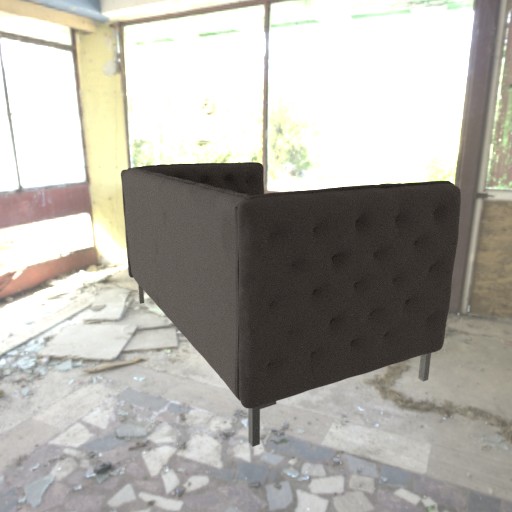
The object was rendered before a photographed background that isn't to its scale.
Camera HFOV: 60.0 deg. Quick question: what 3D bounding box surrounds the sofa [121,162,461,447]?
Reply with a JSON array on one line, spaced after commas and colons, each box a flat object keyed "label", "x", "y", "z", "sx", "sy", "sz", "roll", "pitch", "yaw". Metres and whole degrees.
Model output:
[{"label": "sofa", "x": 0.000, "y": 0.000, "z": 2.131, "sx": 0.909, "sy": 0.810, "sz": 1.583, "roll": -8, "pitch": 17, "yaw": -27}]
